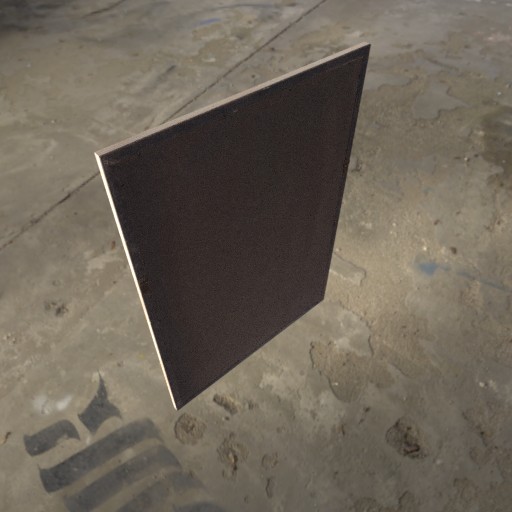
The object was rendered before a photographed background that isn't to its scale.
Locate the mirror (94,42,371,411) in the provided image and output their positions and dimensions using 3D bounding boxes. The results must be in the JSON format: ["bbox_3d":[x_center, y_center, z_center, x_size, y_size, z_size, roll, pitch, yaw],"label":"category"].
[{"bbox_3d":[0.000,0.000,1.263,0.705,0.996,0.025,-32,55,-26],"label":"mirror"}]
